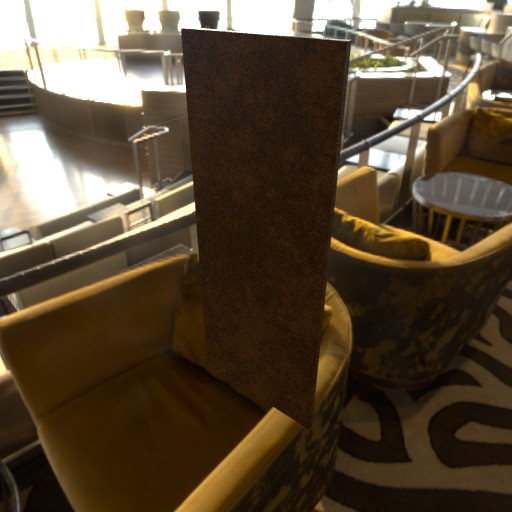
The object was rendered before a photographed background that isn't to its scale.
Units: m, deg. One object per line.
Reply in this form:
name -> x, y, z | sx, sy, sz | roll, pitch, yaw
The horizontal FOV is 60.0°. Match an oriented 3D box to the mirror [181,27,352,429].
mirror -> 0.000, 0.000, 2.254 | 0.812, 2.031, 0.032 | 23, 38, 32
